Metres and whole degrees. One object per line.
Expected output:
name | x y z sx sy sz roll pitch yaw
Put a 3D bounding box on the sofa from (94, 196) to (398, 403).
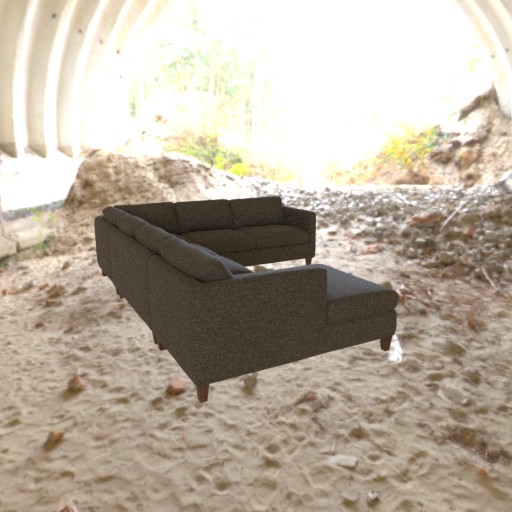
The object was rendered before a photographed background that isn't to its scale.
sofa | 0.000 0.000 4.384 2.551 0.853 3.238 -7 15 -28
